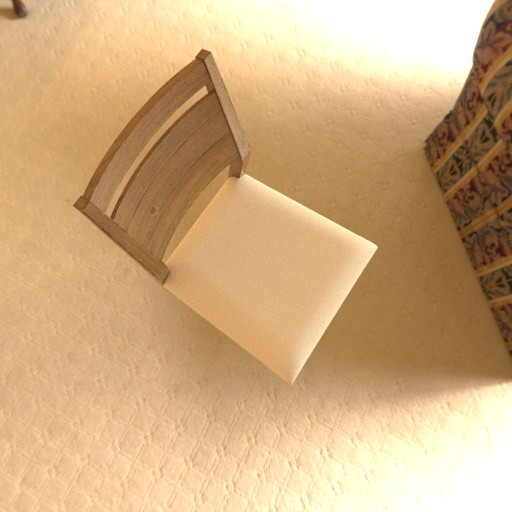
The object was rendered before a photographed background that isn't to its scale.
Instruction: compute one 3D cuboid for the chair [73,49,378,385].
[{"bbox_3d":[0.000,0.000,1.297,0.610,0.939,0.497,33,78,8],"label":"chair"}]
